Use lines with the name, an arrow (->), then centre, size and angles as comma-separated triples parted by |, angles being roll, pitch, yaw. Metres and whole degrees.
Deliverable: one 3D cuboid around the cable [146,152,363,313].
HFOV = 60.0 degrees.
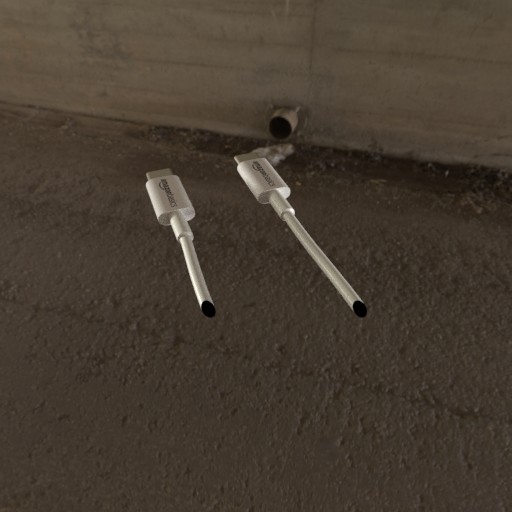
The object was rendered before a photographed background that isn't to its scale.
cable -> 0.000, 0.000, 0.113 | 0.041, 0.005, 0.098 | -14, 44, -15
